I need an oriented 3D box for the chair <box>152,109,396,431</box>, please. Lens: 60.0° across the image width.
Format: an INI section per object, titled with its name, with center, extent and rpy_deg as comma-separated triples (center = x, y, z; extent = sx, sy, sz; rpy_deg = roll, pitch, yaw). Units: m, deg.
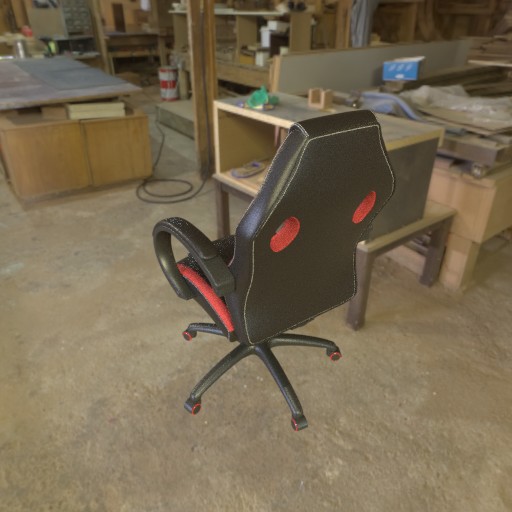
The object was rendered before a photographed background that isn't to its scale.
[chair]
center = 0.000, 0.000, 1.702
extent = 0.750, 1.189, 0.783
rpy_deg = -20, 36, -29
